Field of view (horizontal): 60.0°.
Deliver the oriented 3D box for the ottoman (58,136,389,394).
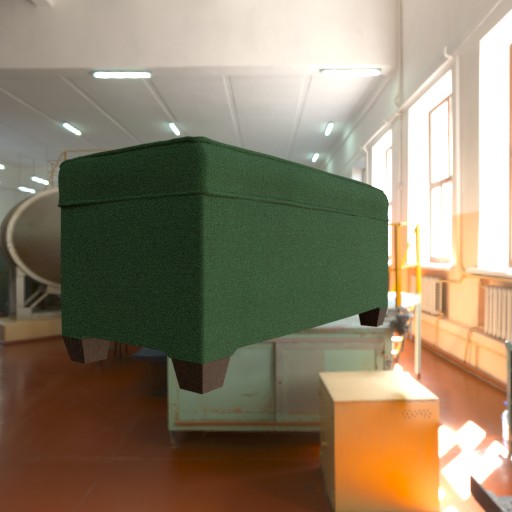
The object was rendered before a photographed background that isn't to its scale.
[{"bbox_3d":[0.000,0.000,1.251,0.483,0.471,0.957,1,1,36],"label":"ottoman"}]
